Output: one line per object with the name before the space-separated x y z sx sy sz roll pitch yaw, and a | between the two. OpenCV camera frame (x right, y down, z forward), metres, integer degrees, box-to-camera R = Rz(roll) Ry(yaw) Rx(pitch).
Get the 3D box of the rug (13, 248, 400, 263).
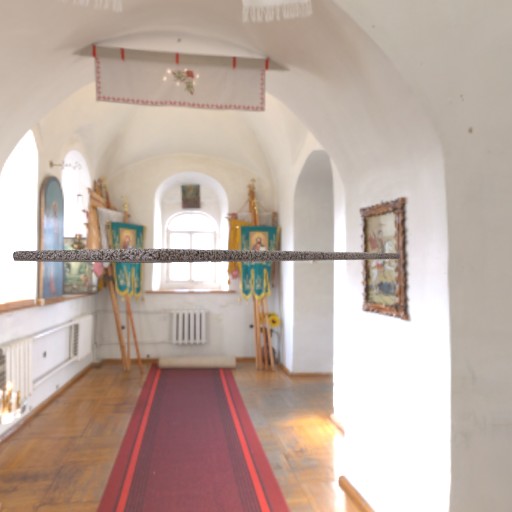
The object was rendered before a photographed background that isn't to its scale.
rug | 0.000 0.000 1.690 0.609 0.030 1.524 0 0 36
